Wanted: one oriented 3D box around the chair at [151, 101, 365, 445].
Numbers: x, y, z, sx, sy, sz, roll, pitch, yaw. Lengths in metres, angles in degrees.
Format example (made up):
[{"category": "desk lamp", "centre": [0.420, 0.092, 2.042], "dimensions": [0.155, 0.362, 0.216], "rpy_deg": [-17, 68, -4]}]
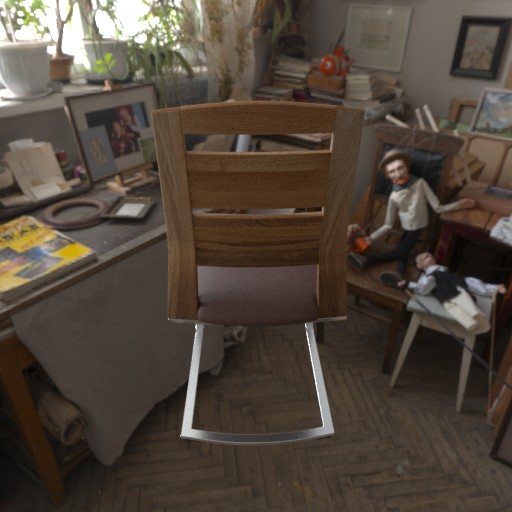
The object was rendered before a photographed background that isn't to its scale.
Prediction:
[{"category": "chair", "centre": [0.000, 0.000, 1.295], "dimensions": [0.460, 0.970, 0.570], "rpy_deg": [-1, 31, -1]}]
